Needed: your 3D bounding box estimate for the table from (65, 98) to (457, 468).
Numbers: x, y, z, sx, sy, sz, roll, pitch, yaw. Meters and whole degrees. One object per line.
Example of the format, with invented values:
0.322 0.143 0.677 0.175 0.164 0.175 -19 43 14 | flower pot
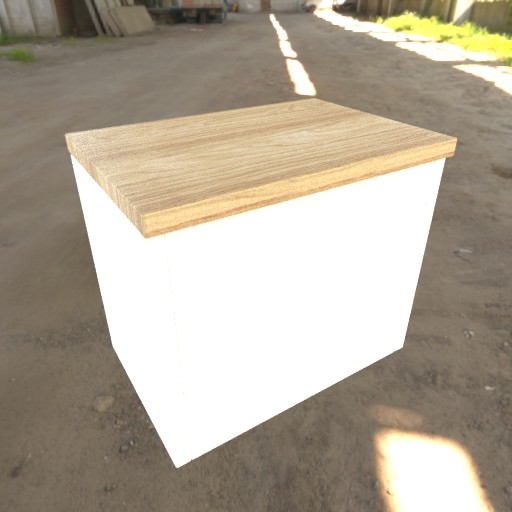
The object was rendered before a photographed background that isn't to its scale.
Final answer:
0.000 0.000 0.802 0.500 0.440 0.360 -18 35 -27 | table
